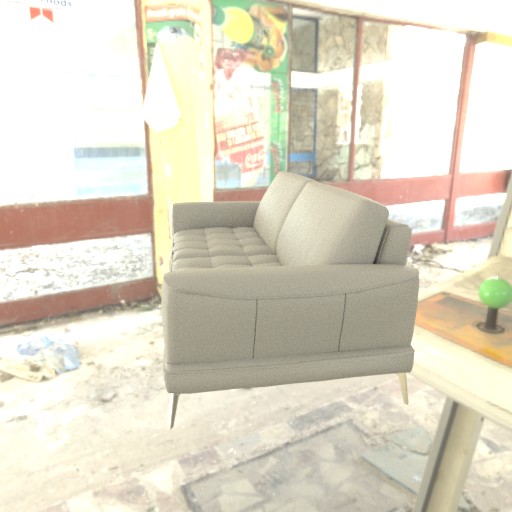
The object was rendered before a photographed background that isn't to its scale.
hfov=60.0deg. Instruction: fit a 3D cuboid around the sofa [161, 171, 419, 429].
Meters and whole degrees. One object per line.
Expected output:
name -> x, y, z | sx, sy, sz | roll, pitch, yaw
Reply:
sofa -> 0.000, 0.000, 2.774 | 1.121, 0.930, 2.177 | -2, 15, -9
